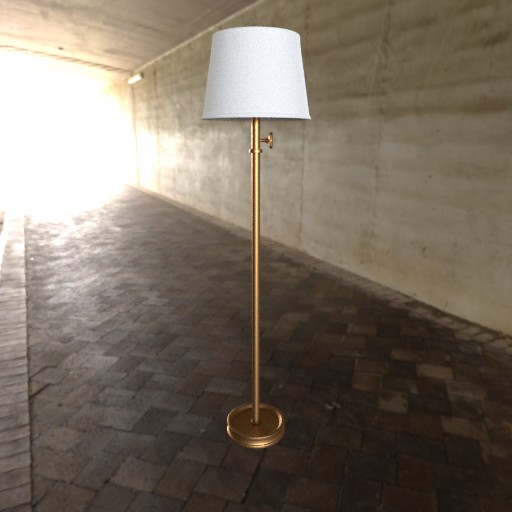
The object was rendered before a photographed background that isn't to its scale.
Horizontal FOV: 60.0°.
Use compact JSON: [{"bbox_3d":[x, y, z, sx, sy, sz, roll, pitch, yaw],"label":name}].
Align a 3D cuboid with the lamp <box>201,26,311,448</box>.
[{"bbox_3d":[0.000,0.000,0.786,0.178,0.710,0.178,0,15,0],"label":"lamp"}]
